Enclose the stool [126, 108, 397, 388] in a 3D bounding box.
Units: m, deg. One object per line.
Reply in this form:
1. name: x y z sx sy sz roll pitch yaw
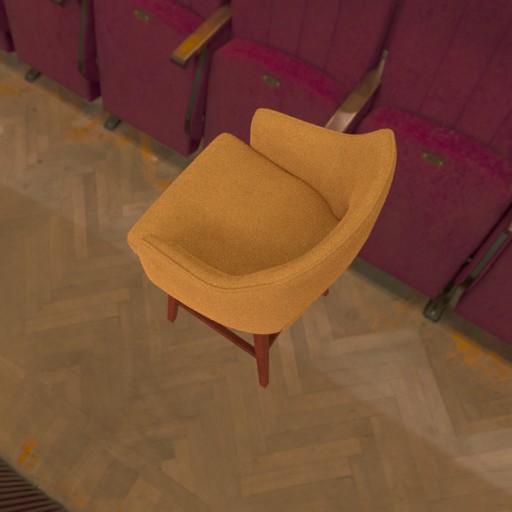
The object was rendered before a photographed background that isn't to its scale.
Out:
1. stool: 0.000 0.000 1.351 0.558 1.012 0.548 32 68 14
